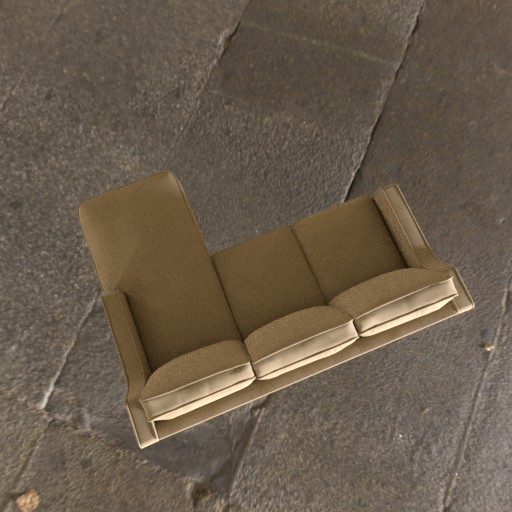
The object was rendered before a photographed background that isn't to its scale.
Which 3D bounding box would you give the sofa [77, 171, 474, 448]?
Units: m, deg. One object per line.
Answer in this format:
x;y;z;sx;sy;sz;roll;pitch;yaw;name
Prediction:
0.000;0.000;3.301;2.317;1.066;1.858;-21;77;-5;sofa
